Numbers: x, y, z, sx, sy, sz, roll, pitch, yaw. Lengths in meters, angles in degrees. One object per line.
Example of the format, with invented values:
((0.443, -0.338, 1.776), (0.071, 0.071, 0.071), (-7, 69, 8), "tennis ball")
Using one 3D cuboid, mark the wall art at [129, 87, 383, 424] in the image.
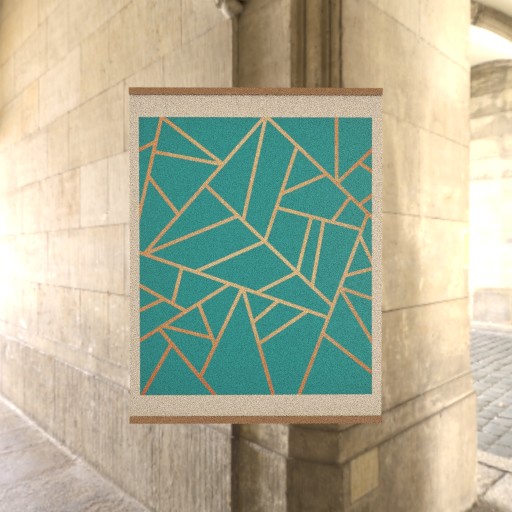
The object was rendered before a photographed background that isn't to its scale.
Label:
((0.000, 0.000, 0.808), (0.459, 0.608, 0.012), (0, 0, 0), "wall art")
